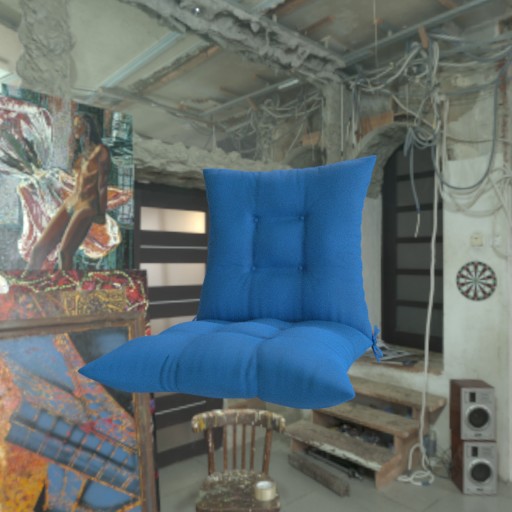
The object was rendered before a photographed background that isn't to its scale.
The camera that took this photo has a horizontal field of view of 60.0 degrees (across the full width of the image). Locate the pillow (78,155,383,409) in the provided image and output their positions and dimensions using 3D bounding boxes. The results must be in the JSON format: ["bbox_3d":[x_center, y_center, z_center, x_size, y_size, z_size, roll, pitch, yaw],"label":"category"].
[{"bbox_3d":[0.000,0.000,1.010,0.541,0.536,0.585,0,-1,19],"label":"pillow"}]
